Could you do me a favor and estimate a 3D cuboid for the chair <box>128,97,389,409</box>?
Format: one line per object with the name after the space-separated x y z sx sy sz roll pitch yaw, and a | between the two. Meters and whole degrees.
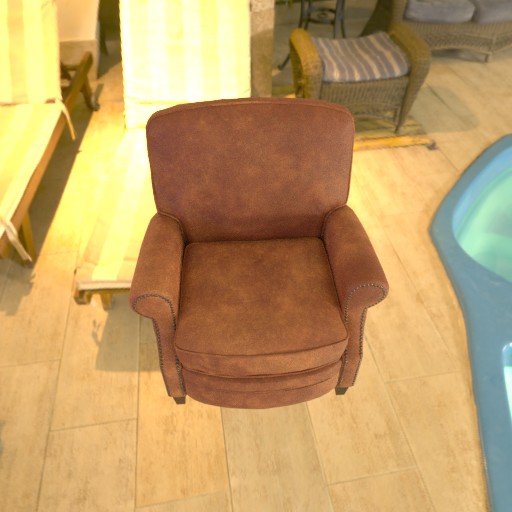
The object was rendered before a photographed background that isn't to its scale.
0.000 0.000 1.814 0.936 1.018 0.986 -3 46 -2 | chair
